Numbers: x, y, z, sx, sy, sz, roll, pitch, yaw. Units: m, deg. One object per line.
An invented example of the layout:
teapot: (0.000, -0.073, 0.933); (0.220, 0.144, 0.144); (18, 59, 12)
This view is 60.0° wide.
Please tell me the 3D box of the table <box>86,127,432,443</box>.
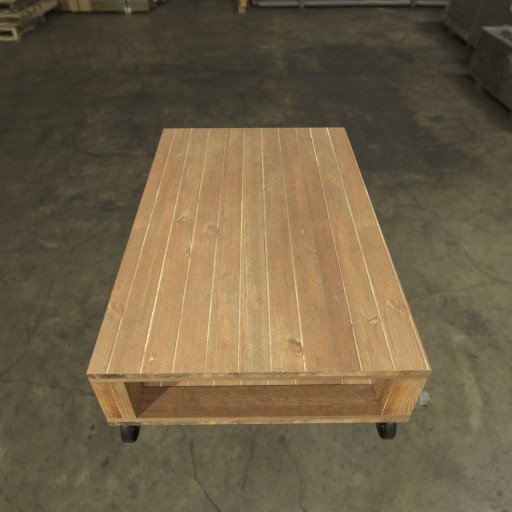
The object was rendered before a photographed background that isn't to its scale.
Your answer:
table: (0.000, 0.000, 1.683); (0.827, 0.413, 1.299); (-1, 42, -1)
